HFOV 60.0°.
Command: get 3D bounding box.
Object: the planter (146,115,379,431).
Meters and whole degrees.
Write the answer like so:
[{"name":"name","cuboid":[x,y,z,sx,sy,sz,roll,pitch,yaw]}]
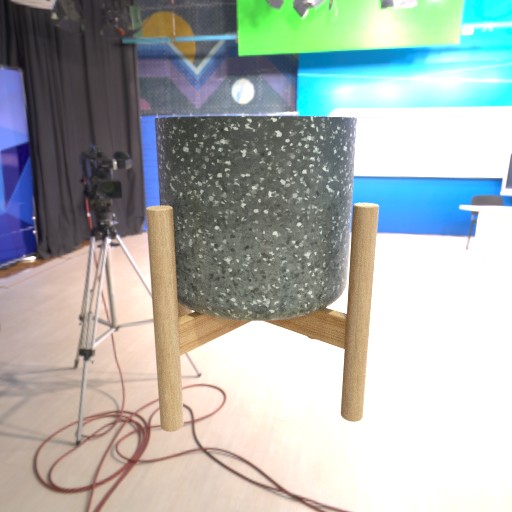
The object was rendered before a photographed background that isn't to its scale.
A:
[{"name":"planter","cuboid":[0.000,0.000,0.541,0.284,0.320,0.284,-8,18,-26]}]
